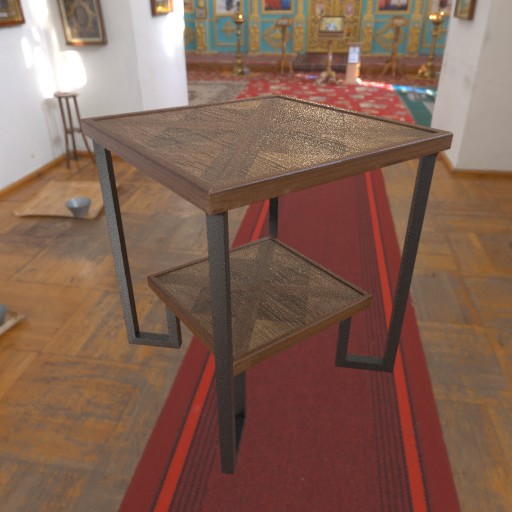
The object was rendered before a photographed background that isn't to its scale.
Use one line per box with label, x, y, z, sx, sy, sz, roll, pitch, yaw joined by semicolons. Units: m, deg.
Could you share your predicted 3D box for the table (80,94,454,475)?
table;0.000;0.000;0.970;0.503;0.563;0.503;-19;35;-31
